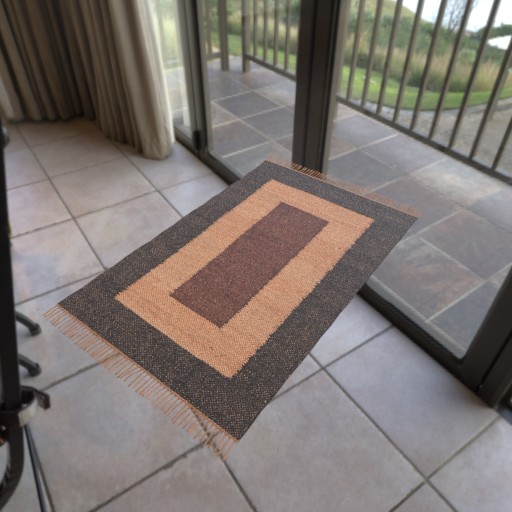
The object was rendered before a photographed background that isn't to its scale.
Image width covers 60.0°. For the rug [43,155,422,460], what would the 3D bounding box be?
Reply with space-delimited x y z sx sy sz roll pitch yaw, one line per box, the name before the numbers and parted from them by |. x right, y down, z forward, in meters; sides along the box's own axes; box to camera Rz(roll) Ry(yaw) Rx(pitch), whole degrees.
rug | 0.000 0.000 1.940 0.920 0.013 1.541 27 48 27
